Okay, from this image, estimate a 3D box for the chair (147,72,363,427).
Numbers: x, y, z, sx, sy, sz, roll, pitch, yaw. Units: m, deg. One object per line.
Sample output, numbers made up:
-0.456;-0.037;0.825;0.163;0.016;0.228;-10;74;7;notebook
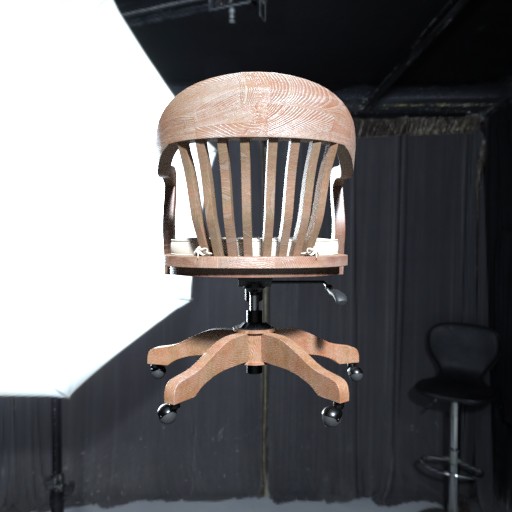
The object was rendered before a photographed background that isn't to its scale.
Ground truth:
0.000;0.000;1.442;0.750;0.878;0.788;0;0;-2;chair
